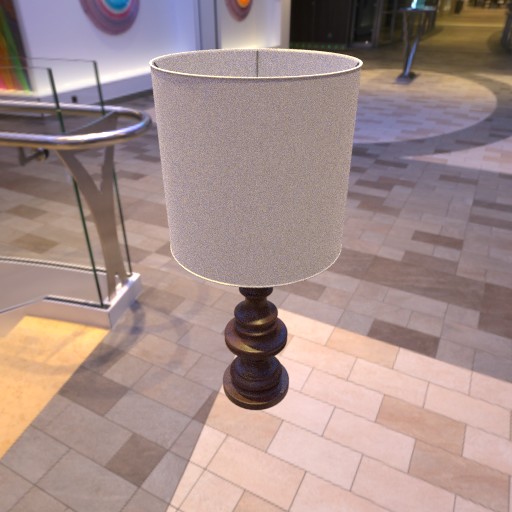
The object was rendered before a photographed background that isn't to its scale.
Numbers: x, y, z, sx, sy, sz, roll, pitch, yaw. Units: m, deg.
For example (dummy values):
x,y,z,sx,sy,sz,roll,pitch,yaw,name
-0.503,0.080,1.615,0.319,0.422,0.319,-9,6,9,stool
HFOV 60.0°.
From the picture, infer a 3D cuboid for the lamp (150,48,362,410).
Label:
x,y,z,sx,sy,sz,roll,pitch,yaw,name
0.000,0.000,0.559,0.208,0.455,0.208,-10,32,-16,lamp
